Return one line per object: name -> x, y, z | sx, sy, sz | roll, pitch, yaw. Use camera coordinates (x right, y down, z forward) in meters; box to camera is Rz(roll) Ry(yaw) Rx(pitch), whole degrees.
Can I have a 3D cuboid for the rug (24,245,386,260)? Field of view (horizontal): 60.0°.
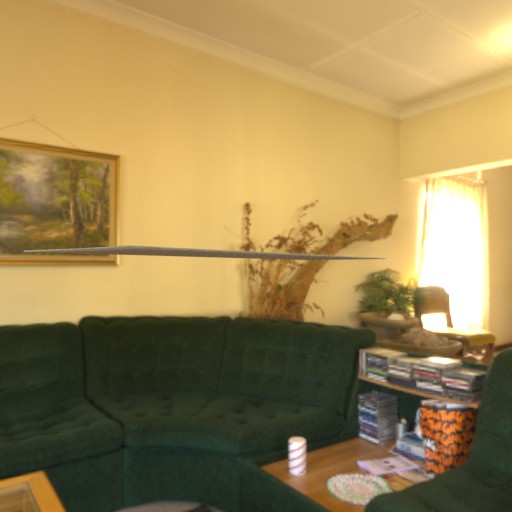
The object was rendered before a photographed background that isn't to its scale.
rug -> 0.000, 0.000, 2.520 | 0.684, 0.009, 2.275 | -1, -2, 37
